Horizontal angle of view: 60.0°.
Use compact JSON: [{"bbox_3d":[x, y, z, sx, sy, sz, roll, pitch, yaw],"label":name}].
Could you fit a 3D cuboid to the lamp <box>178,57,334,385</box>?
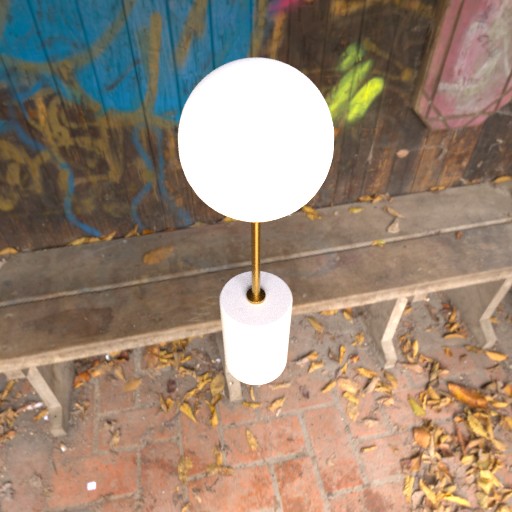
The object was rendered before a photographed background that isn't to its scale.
[{"bbox_3d":[0.000,0.000,0.558,0.153,0.480,0.153,0,46,0],"label":"lamp"}]
